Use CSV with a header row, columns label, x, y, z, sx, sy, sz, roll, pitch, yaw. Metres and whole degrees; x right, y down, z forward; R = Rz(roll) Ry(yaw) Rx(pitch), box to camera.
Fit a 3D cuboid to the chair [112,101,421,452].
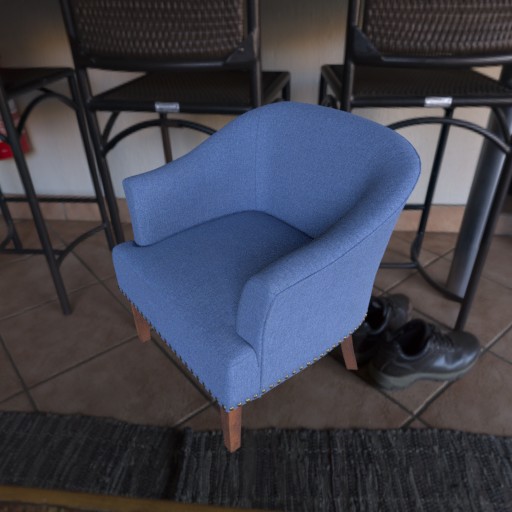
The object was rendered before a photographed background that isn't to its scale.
label,x,y,z,sx,sy,sz,roll,pitch,yaw
chair,0.000,0.000,1.426,0.704,0.815,0.798,-22,38,-31
